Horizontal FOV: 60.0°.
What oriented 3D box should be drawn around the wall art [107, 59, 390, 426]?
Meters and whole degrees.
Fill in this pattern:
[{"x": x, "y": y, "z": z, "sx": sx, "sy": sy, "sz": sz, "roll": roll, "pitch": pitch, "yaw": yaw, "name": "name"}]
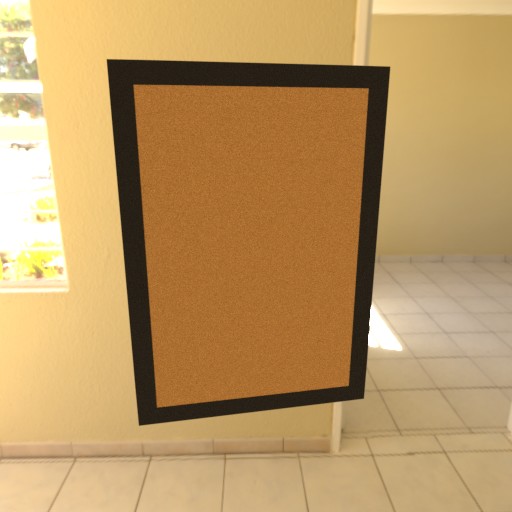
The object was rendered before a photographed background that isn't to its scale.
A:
[{"x": 0.000, "y": 0.000, "z": 0.665, "sx": 0.380, "sy": 0.534, "sz": 0.013, "roll": -3, "pitch": 17, "yaw": -11, "name": "wall art"}]
